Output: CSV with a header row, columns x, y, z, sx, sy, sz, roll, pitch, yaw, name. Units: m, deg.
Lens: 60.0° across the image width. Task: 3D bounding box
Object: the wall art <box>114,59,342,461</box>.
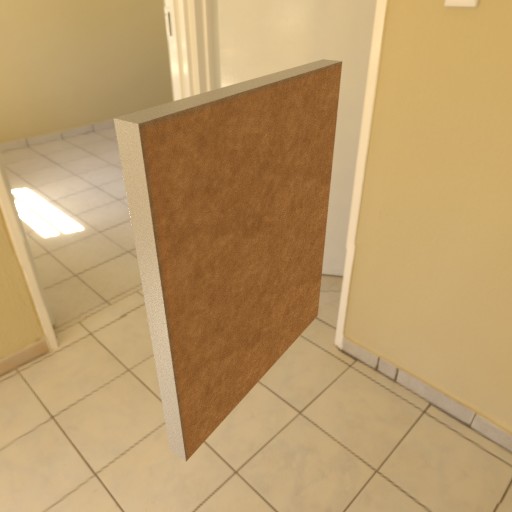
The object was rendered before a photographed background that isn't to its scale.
x,y,z,sx,sy,sz,roll,pitch,yaw,name
0.000,0.000,0.747,0.037,0.554,0.453,21,38,29,wall art
